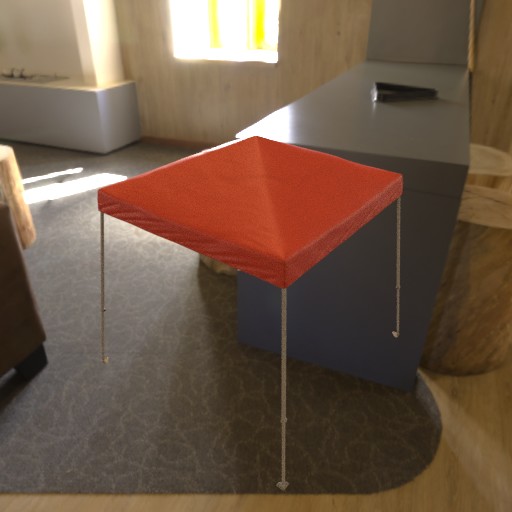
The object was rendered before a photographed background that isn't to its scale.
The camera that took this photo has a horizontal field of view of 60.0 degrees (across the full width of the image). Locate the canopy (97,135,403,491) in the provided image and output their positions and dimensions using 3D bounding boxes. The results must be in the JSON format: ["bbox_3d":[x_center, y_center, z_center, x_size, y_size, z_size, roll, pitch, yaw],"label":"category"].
[{"bbox_3d":[0.000,0.000,5.225,2.850,2.850,2.849,21,37,32],"label":"canopy"}]
